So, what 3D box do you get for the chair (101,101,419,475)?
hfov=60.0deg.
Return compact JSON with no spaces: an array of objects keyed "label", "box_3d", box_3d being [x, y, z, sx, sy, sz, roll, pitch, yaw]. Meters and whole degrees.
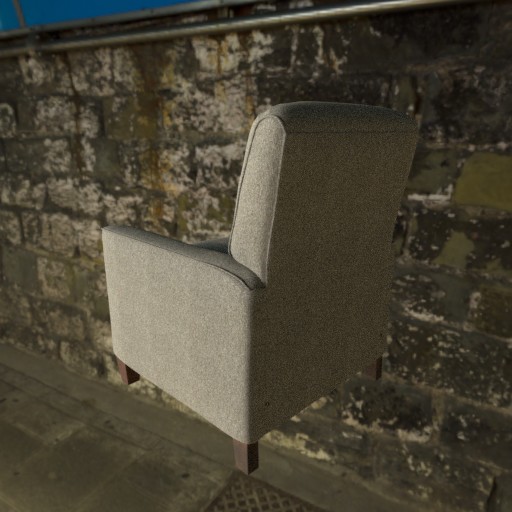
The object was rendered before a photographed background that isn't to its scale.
[{"label":"chair","box_3d":[0.000,0.000,1.619,0.858,1.028,0.841,15,22,43]}]
